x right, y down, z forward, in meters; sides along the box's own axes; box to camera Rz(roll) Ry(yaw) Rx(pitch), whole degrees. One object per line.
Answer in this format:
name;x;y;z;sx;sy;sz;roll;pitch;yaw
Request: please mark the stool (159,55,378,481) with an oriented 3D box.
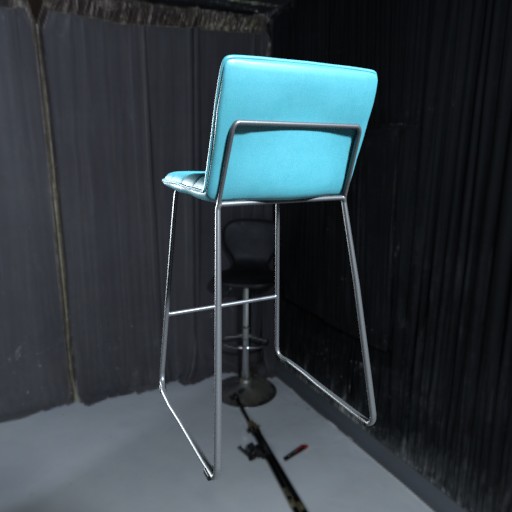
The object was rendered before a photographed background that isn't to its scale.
stool;0.000;0.000;1.240;0.489;0.936;0.524;-7;15;-26
